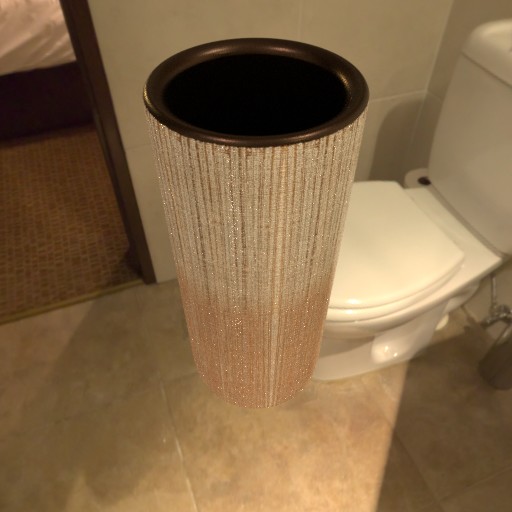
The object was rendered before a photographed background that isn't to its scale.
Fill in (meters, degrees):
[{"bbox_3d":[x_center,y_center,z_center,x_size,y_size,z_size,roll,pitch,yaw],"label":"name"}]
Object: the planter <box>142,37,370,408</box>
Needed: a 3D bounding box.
[{"bbox_3d":[0.000,0.000,0.278,0.100,0.227,0.100,24,51,21],"label":"planter"}]
